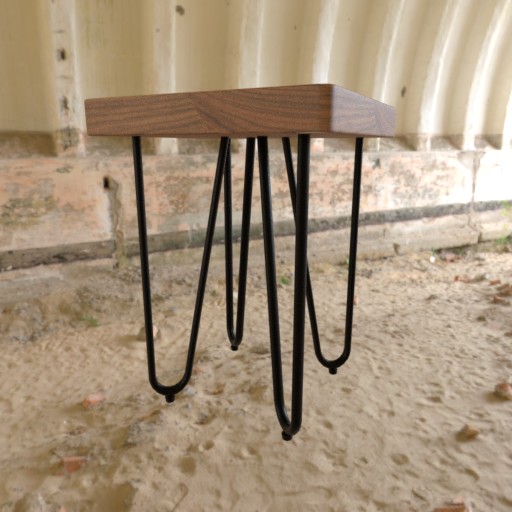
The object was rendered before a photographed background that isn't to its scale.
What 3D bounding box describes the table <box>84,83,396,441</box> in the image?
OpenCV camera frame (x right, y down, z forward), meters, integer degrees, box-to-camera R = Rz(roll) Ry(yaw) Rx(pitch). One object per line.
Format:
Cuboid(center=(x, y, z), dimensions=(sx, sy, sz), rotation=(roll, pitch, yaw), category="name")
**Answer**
Cuboid(center=(0.000, 0.000, 0.985), dimensions=(0.480, 0.641, 0.479), rotation=(7, 16, 27), category="table")
